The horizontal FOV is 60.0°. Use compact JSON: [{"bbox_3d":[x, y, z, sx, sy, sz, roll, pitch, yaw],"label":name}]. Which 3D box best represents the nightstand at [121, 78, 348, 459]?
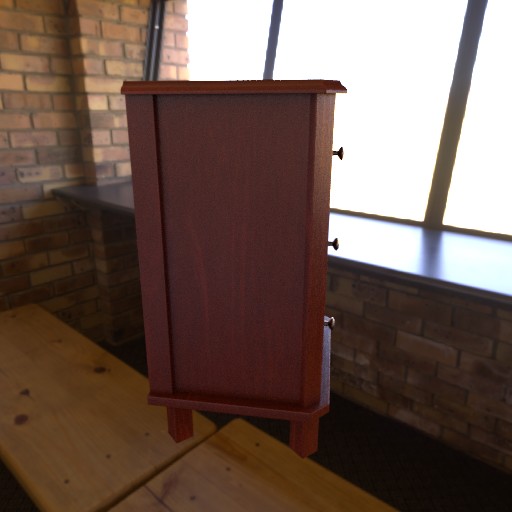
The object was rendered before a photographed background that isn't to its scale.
[{"bbox_3d":[0.000,0.000,0.957,0.351,0.681,0.435,3,18,9],"label":"nightstand"}]
